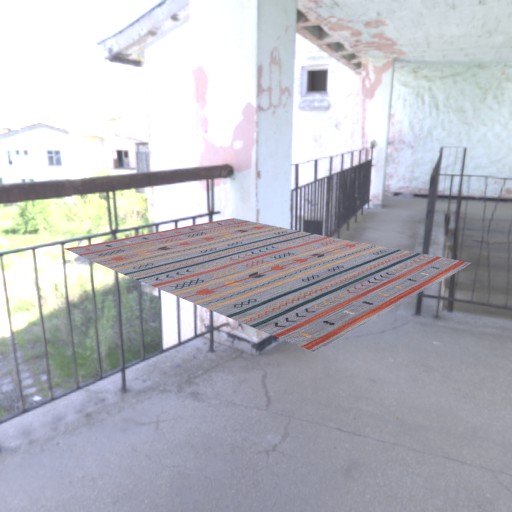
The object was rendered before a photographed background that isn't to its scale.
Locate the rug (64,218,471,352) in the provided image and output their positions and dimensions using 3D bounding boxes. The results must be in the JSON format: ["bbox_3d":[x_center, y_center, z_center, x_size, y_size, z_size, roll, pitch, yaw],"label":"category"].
[{"bbox_3d":[0.000,0.000,4.077,3.029,0.022,2.263,15,21,42],"label":"rug"}]
